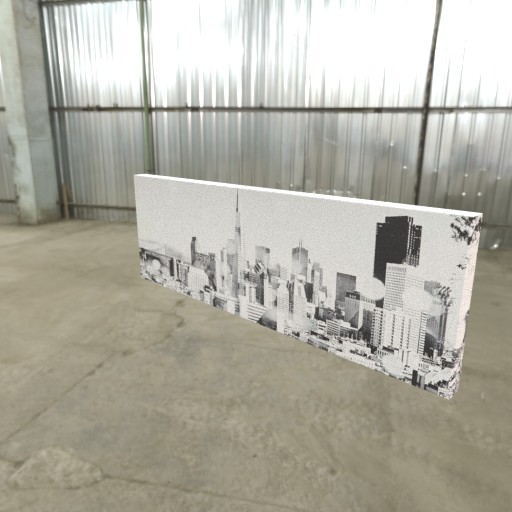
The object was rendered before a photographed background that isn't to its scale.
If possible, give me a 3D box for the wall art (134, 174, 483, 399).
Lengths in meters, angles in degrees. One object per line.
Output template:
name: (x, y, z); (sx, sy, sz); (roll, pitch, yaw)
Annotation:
wall art: (0.000, 0.000, 0.842); (0.766, 0.256, 0.036); (15, 21, 41)
